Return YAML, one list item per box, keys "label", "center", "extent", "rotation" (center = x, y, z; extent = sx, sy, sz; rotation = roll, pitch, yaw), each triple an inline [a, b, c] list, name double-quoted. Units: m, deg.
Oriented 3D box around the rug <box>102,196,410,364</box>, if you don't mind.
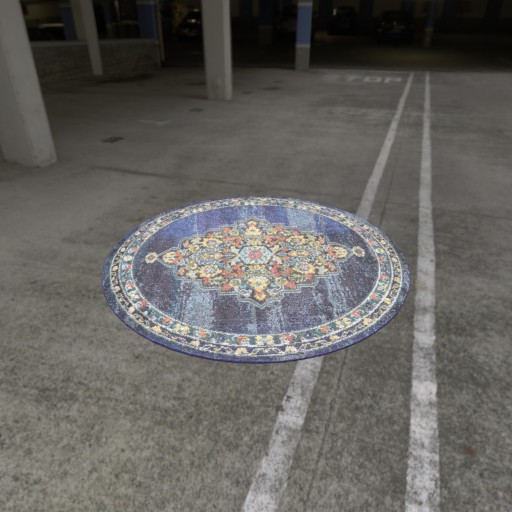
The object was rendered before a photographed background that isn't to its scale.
- label: "rug"
  center: [0.000, 0.000, 2.383]
  extent: [1.591, 0.010, 1.591]
  rotation: [0, 31, 0]
